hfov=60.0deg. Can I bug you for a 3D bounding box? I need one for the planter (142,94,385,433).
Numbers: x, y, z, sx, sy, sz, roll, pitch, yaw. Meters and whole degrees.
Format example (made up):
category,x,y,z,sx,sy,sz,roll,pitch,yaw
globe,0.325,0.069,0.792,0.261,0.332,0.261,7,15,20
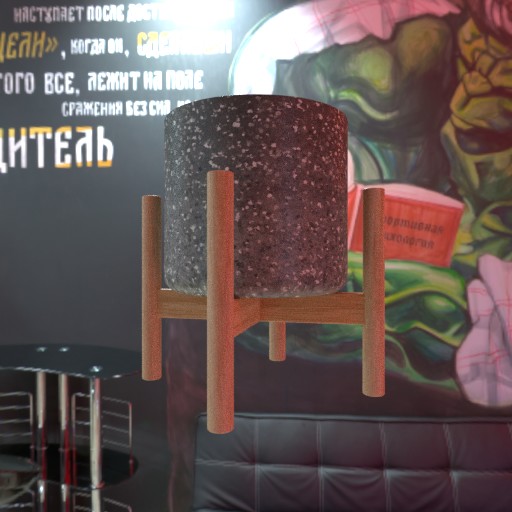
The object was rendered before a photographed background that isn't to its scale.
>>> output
category,x,y,z,sx,sy,sz,roll,pitch,yaw
planter,0.000,0.000,0.548,0.284,0.320,0.284,0,0,36
